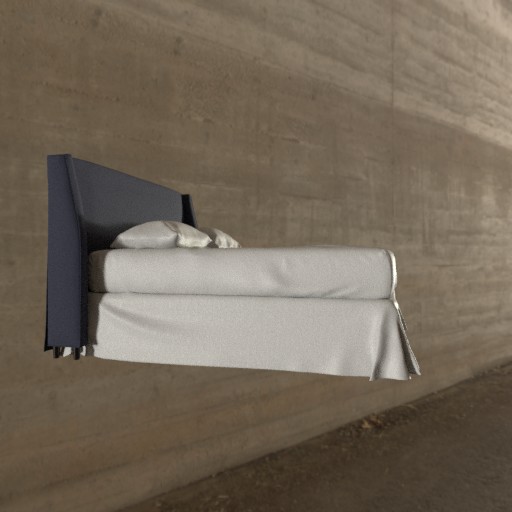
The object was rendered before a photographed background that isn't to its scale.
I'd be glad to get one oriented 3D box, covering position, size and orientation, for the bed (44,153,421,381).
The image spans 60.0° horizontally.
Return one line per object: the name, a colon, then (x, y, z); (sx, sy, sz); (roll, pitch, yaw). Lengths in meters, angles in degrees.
bed: (0.000, 0.000, 3.424); (2.276, 1.332, 1.925); (0, -1, 16)
